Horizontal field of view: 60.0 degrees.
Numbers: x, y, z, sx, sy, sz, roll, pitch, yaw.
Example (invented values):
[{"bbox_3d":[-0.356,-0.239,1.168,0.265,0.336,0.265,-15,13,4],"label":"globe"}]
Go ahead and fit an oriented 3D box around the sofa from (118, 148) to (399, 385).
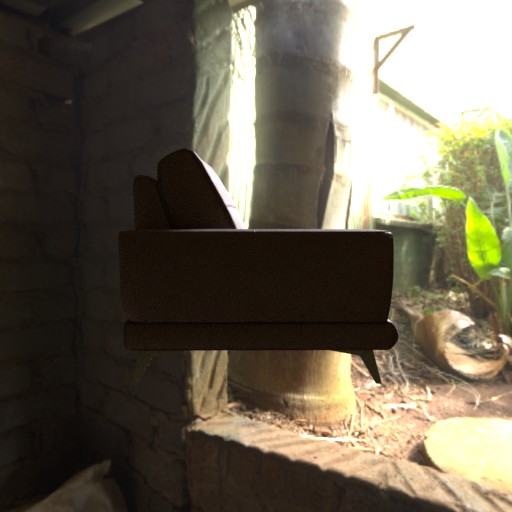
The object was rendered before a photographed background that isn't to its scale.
[{"bbox_3d":[0.000,0.000,2.446,1.018,0.907,1.806,0,2,-1],"label":"sofa"}]
